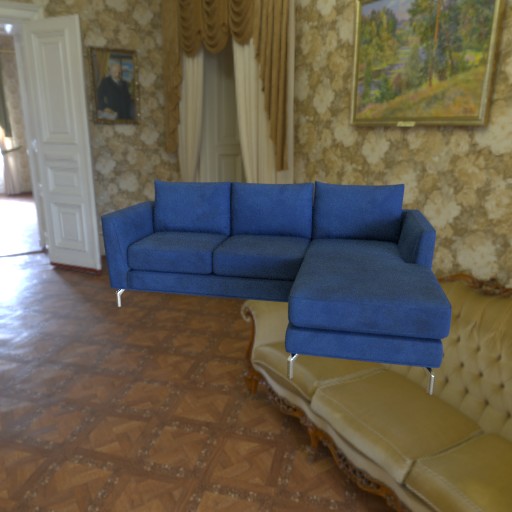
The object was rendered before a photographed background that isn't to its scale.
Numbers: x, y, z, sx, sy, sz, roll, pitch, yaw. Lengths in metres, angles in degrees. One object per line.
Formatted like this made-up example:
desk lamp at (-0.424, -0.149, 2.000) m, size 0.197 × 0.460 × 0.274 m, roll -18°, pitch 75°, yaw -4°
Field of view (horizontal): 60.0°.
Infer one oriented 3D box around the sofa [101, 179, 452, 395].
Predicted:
sofa at (0.000, 0.000, 3.242) m, size 2.438 × 0.987 × 1.622 m, roll 3°, pitch 16°, yaw 12°
